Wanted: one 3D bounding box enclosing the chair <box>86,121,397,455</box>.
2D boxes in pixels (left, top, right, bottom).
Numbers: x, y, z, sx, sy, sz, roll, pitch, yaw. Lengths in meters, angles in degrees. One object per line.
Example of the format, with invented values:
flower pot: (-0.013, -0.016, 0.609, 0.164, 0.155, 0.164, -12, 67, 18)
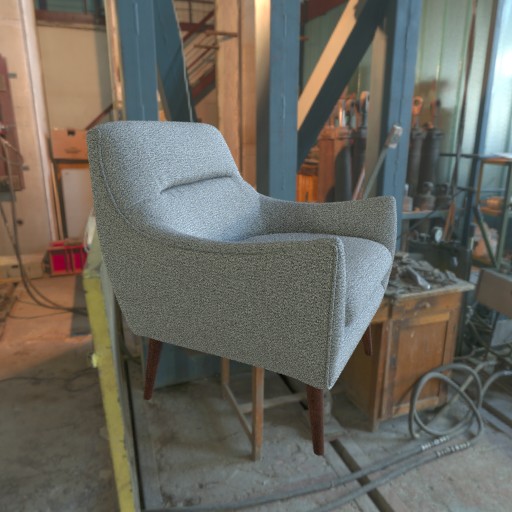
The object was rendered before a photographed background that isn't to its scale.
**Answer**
chair: (0.000, 0.000, 1.432, 0.787, 0.838, 0.762, 8, 17, 25)
